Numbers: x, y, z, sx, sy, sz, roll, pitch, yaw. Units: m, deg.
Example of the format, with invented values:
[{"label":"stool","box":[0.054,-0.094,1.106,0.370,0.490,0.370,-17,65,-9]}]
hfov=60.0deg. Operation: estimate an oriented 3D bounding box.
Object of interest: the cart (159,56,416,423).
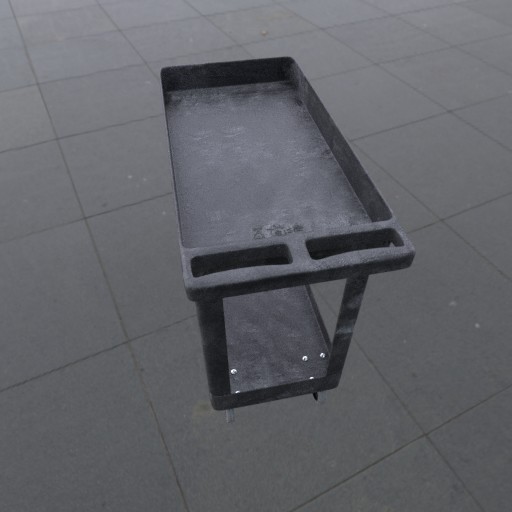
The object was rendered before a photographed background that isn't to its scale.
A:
[{"label":"cart","box":[0.000,0.000,1.352,0.420,0.824,0.877,-8,47,-8]}]
